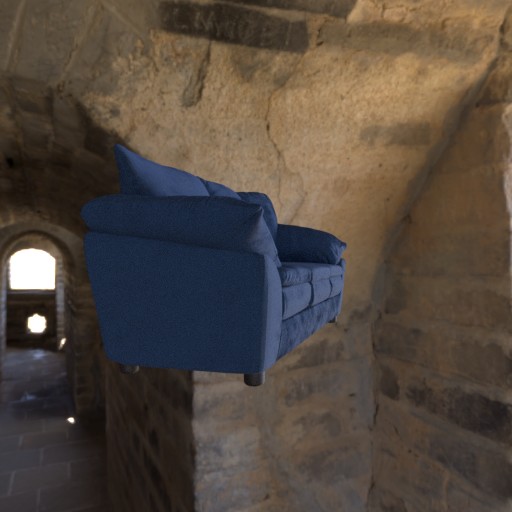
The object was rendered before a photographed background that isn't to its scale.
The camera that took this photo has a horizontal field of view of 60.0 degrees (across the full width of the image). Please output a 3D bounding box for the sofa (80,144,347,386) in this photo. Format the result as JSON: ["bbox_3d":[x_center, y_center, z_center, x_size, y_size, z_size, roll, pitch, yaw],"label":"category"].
[{"bbox_3d":[0.000,0.000,2.881,0.907,1.091,2.390,0,0,19],"label":"sofa"}]
